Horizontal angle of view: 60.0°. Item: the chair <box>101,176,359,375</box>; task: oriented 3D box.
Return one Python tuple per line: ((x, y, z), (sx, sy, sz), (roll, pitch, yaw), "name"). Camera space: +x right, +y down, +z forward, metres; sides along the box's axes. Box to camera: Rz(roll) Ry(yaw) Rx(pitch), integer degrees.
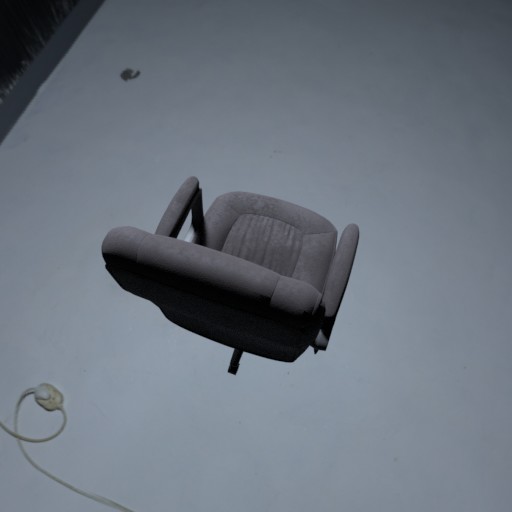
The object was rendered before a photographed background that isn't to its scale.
((0.000, 0.000, 1.528), (0.667, 1.105, 0.724), (18, 65, 8), "chair")
